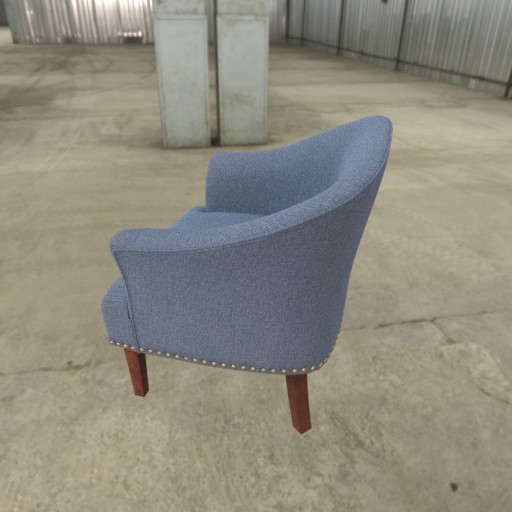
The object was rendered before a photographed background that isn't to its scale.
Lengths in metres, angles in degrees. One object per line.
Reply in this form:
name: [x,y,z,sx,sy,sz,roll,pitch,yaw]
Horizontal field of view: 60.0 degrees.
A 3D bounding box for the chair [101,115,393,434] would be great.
chair: [0.000,0.000,1.376,0.704,0.815,0.772,8,30,14]
